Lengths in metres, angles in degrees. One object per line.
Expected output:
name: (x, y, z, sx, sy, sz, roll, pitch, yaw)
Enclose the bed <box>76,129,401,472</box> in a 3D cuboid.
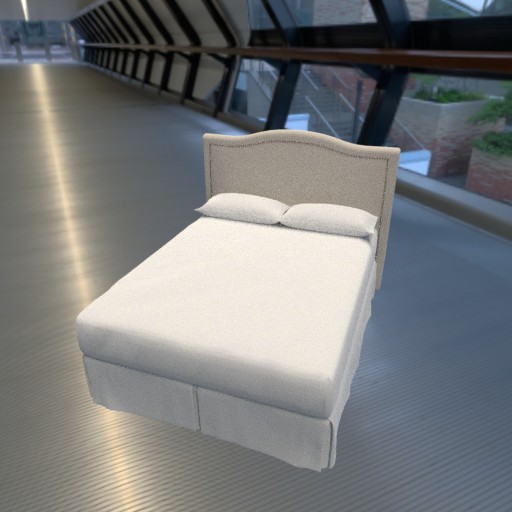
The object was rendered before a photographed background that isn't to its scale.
bed: (0.000, 0.000, 3.271, 1.753, 1.460, 2.143, 9, 28, 18)
